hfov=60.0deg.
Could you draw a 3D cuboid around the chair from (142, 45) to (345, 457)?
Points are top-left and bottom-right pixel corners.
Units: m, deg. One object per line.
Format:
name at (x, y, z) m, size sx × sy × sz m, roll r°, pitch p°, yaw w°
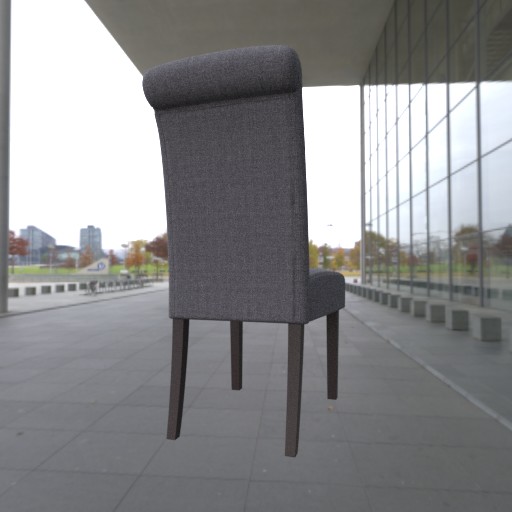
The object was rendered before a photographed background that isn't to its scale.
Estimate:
chair at (0.000, 0.000, 1.375) m, size 0.456 × 1.006 × 0.671 m, roll -1°, pitch -2°, yaw 19°
